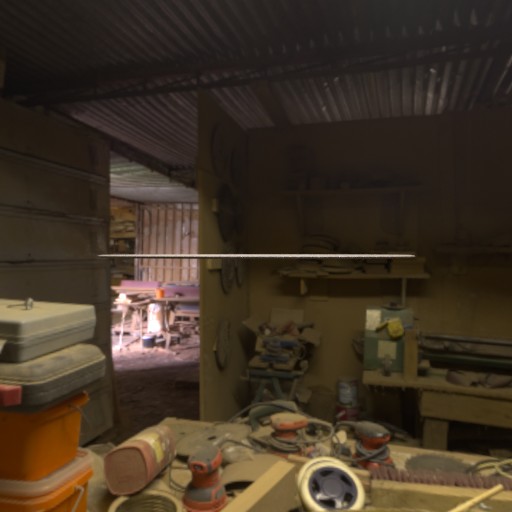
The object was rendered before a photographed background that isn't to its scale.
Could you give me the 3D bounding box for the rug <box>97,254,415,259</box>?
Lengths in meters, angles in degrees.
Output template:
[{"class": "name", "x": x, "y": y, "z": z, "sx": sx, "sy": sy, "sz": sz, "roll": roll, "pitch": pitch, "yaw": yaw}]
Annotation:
[{"class": "rug", "x": 0.000, "y": 0.000, "z": 2.357, "sx": 1.593, "sy": 0.012, "sz": 1.593, "roll": 0, "pitch": 0, "yaw": 0}]
